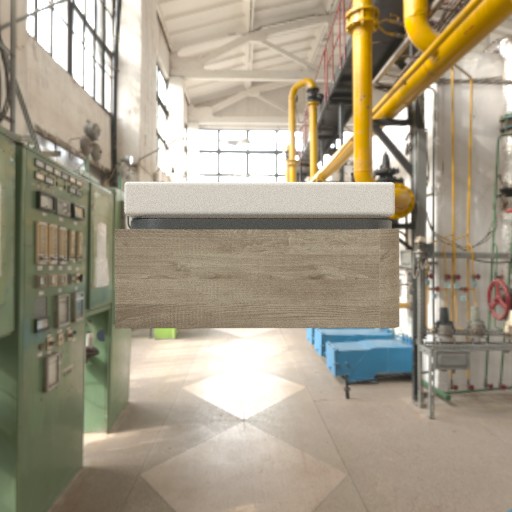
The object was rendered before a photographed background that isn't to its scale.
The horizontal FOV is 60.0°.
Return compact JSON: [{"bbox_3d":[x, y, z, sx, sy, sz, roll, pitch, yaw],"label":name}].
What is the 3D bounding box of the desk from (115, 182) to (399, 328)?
[{"bbox_3d":[0.000,0.000,2.305,0.900,0.455,1.900,0,0,-1],"label":"desk"}]
